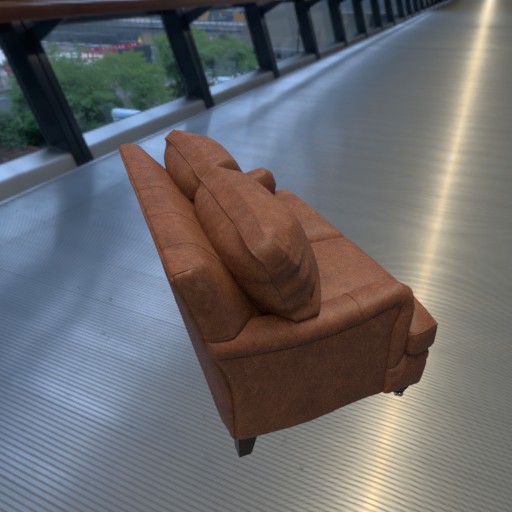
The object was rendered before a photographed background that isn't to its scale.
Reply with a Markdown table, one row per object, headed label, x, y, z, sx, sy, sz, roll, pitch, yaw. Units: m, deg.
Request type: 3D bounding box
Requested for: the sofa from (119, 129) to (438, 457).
| label | x | y | z | sx | sy | sz | roll | pitch | yaw |
| --- | --- | --- | --- | --- | --- | --- | --- | --- | --- |
| sofa | 0.000 | 0.000 | 2.222 | 1.077 | 1.004 | 1.527 | -11 | 32 | -18 |
